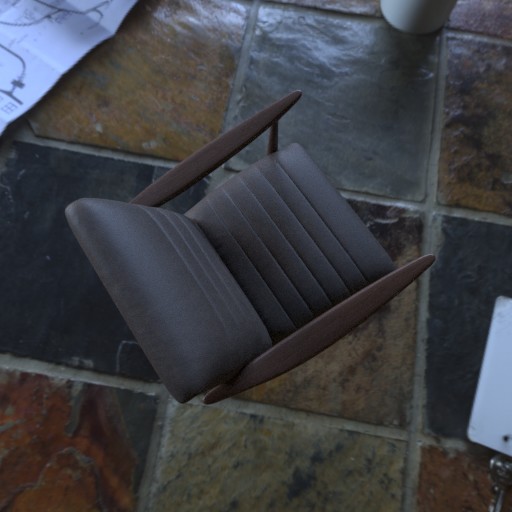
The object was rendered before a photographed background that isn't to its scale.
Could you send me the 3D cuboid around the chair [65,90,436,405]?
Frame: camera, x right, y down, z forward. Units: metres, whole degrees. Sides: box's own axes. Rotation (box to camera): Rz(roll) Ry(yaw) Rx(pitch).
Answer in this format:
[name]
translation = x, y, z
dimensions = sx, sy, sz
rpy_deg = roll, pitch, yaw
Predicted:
[chair]
translation = 0.000, 0.000, 1.469
dimensions = 0.798, 0.831, 0.741
rpy_deg = -33, 77, -9
